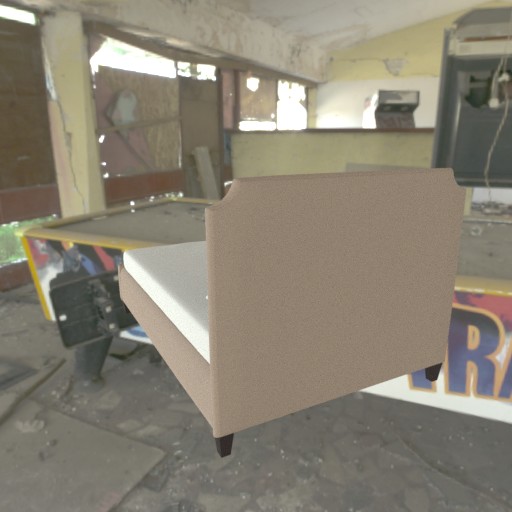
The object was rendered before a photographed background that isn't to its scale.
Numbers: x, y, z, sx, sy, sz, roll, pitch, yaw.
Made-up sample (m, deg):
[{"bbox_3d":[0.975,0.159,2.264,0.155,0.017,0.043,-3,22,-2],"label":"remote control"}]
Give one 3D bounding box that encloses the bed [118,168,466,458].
[{"bbox_3d":[0.000,0.000,3.458,1.713,1.443,2.372,-8,17,-27],"label":"bed"}]
